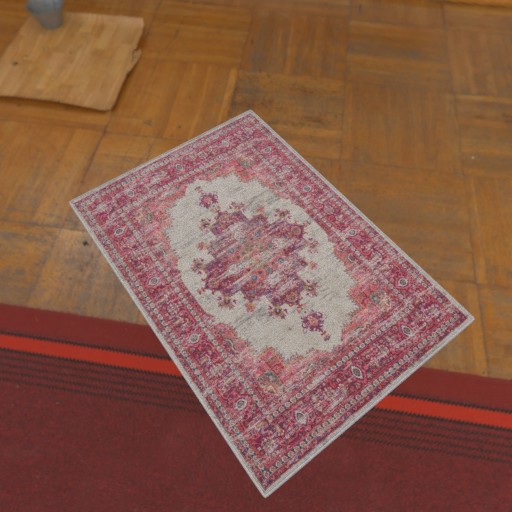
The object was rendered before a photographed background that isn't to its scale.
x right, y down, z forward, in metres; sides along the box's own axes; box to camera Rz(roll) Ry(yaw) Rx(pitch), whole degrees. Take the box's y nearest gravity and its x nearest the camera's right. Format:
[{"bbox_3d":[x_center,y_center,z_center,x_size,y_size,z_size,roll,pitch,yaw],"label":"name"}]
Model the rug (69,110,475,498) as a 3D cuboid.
[{"bbox_3d":[0.000,0.000,2.822,1.555,0.011,2.232,-32,64,-18],"label":"rug"}]
